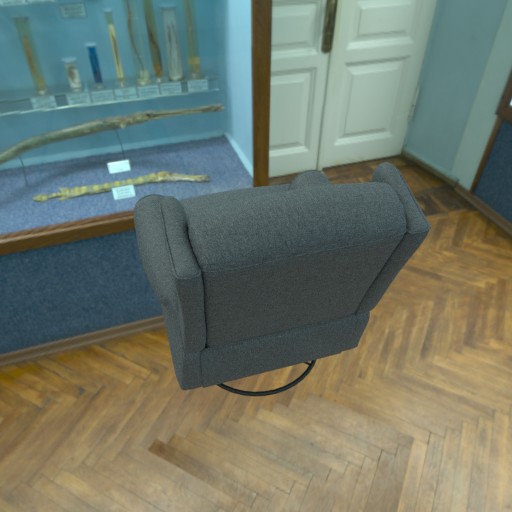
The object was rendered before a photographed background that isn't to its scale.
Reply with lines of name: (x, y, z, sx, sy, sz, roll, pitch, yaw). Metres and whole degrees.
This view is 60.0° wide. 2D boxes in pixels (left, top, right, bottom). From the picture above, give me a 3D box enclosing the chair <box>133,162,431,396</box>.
chair: (0.000, 0.000, 1.687, 0.847, 1.011, 0.969, -11, 42, -12)
